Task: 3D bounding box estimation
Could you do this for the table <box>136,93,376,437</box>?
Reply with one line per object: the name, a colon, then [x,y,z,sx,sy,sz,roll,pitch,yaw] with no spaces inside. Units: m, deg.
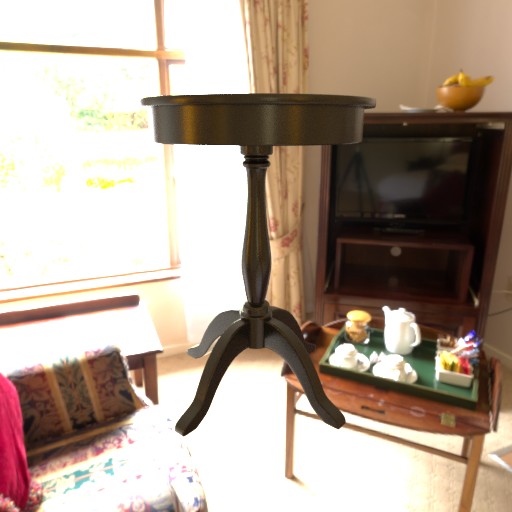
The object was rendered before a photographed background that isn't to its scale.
table: [0.000,0.000,1.002,0.481,0.665,0.481,0,17,0]
